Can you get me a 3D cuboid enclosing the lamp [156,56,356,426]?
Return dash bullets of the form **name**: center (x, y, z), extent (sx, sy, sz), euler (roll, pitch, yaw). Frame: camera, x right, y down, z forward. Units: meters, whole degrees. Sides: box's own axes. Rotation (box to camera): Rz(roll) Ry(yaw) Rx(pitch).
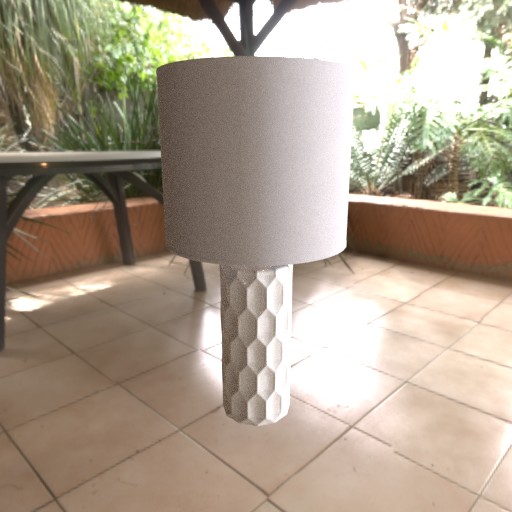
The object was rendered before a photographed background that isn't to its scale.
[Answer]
- **lamp**: center (0.000, 0.000, 0.697), extent (0.277, 0.537, 0.277), euler (14, 20, 41)
